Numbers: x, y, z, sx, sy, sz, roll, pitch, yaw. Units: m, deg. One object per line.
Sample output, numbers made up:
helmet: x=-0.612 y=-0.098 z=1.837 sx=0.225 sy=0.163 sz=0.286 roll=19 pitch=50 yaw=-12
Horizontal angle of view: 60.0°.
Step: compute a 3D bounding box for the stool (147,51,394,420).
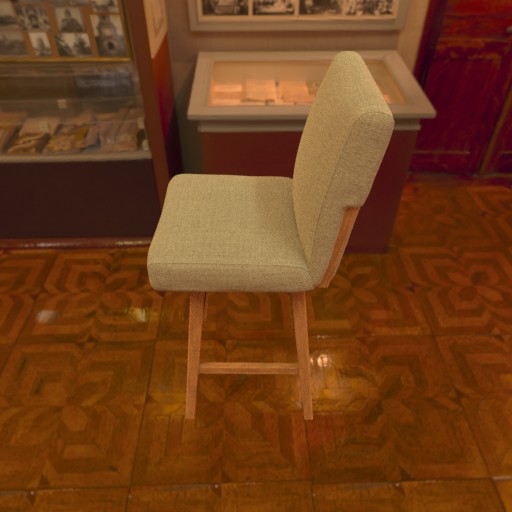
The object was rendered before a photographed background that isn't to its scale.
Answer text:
stool: x=0.000 y=0.000 z=1.384 sx=0.569 sy=1.106 sz=0.483 roll=0 pitch=41 yaw=0
